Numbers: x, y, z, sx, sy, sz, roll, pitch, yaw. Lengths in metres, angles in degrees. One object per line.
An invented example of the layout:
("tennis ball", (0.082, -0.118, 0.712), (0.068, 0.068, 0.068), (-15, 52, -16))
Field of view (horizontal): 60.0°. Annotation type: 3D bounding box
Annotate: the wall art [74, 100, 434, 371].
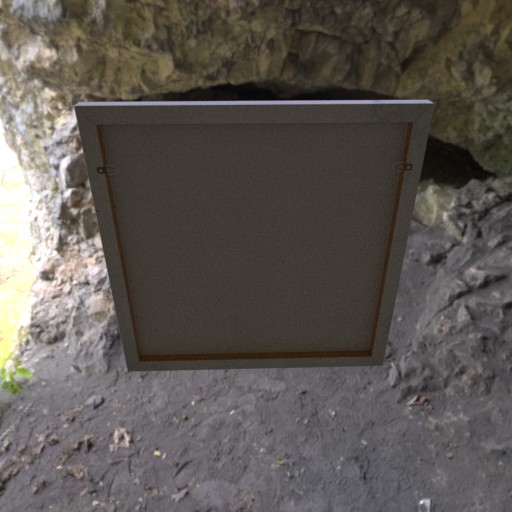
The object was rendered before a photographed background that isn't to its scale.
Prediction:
("wall art", (0.000, 0.000, 1.142), (0.762, 0.762, 0.041), (-1, 31, -2))
